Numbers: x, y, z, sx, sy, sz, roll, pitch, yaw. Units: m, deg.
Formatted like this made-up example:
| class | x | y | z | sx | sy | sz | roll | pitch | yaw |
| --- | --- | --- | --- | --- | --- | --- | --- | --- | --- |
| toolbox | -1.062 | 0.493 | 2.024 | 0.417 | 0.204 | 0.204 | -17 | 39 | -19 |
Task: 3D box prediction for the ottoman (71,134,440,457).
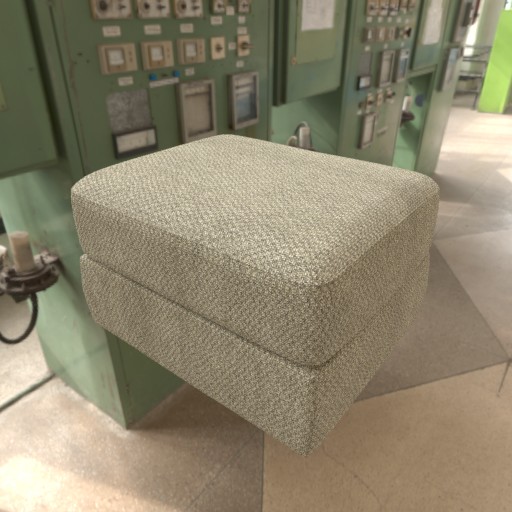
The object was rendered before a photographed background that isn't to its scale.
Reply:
| class | x | y | z | sx | sy | sz | roll | pitch | yaw |
| --- | --- | --- | --- | --- | --- | --- | --- | --- | --- |
| ottoman | 0.000 | 0.000 | 1.156 | 0.751 | 0.476 | 0.603 | 21 | 35 | 33 |
